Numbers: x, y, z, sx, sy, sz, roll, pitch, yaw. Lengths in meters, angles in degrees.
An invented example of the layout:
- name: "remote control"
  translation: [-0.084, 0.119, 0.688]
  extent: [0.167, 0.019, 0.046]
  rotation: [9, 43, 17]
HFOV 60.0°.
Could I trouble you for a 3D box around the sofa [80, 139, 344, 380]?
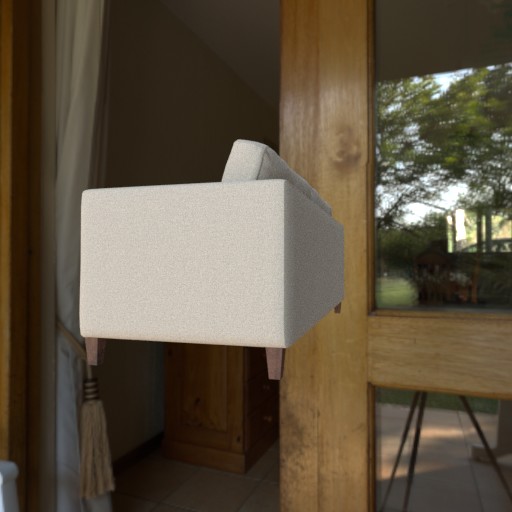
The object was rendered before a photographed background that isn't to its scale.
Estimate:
- name: "sofa"
  translation: [0.000, 0.000, 2.905]
  extent: [0.951, 0.968, 2.361]
  rotation: [0, -1, 16]
